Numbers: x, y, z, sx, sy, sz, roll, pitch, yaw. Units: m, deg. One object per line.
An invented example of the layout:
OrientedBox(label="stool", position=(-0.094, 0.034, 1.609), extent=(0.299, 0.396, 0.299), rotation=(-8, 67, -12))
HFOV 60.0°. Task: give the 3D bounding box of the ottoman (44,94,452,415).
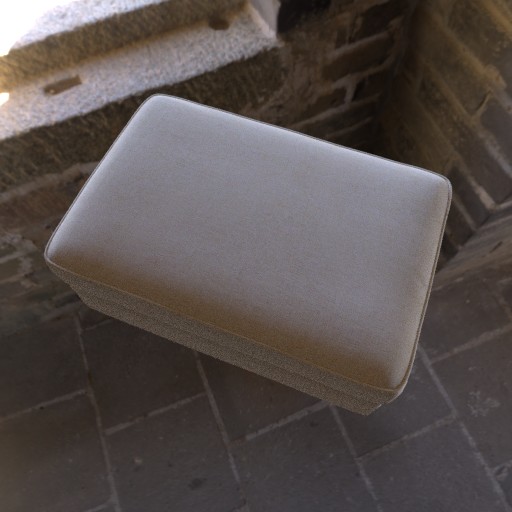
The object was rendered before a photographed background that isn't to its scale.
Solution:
OrientedBox(label="ottoman", position=(0.000, 0.000, 1.233), extent=(0.862, 0.484, 0.583), rotation=(19, 65, 9))
